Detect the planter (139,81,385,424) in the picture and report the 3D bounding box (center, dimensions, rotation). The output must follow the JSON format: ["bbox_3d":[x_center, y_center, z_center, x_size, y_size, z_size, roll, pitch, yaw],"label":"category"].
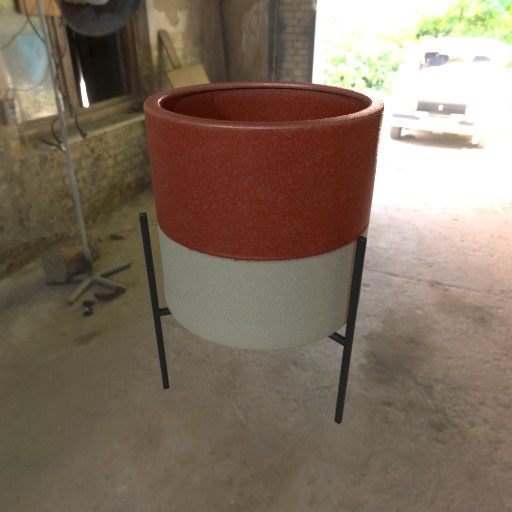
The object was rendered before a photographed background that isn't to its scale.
[{"bbox_3d":[0.000,0.000,0.520,0.251,0.354,0.235,-8,30,-14],"label":"planter"}]
